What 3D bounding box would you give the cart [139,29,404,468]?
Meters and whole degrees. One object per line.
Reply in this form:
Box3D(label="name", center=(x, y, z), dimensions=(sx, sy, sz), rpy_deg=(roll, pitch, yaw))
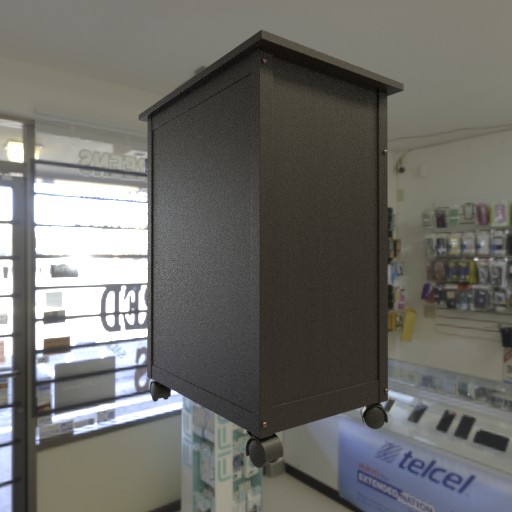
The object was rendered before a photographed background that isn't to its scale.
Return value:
Box3D(label="cart", center=(0.000, 0.000, 1.262), dimensions=(0.456, 0.879, 0.660), rpy_deg=(0, 0, -36))
